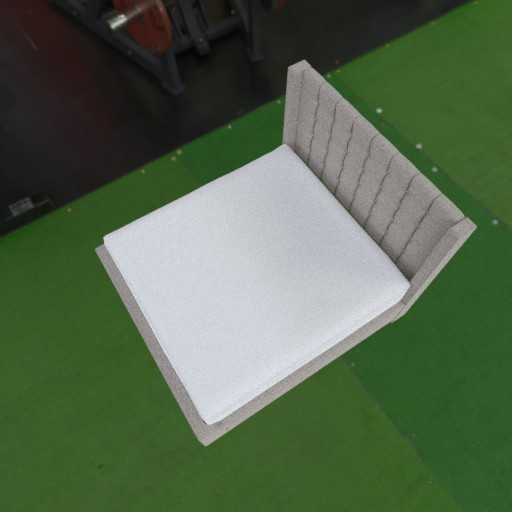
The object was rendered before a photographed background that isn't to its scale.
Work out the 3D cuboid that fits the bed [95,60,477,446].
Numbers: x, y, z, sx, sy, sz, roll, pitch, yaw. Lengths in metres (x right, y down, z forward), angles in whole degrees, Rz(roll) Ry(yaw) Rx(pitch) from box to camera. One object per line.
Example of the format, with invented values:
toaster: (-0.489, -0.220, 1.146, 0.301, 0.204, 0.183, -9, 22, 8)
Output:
bed: (0.000, 0.000, 3.928, 2.372, 1.748, 2.044, -30, 66, -15)
